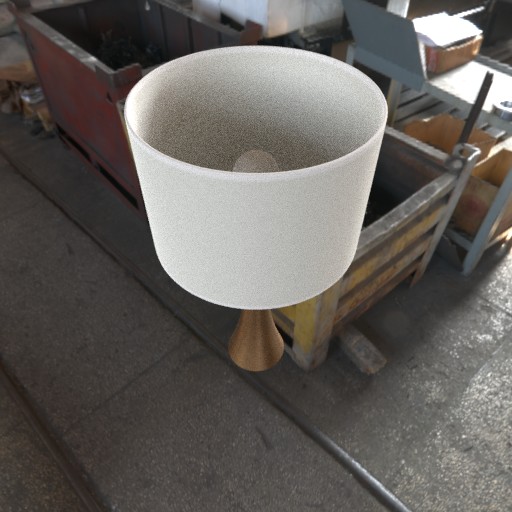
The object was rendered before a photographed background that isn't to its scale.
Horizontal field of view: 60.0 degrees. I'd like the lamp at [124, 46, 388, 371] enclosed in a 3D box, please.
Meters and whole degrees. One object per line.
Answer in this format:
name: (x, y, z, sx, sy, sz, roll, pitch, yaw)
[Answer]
lamp: (0.000, 0.000, 0.633, 0.268, 0.479, 0.268, 8, 47, 8)
